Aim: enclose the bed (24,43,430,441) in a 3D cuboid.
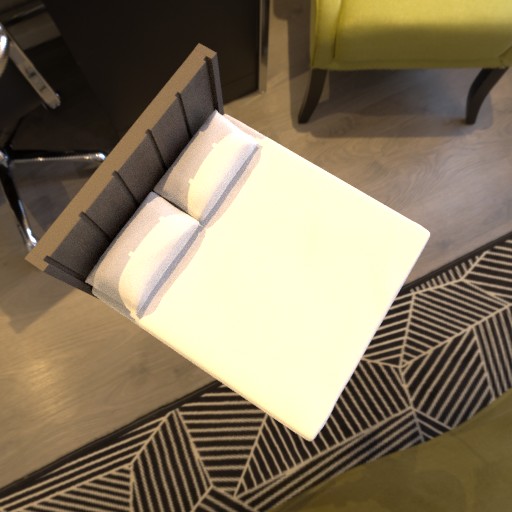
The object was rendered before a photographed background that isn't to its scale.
[{"bbox_3d":[0.000,0.000,3.154,1.992,1.261,1.735,32,77,8],"label":"bed"}]
